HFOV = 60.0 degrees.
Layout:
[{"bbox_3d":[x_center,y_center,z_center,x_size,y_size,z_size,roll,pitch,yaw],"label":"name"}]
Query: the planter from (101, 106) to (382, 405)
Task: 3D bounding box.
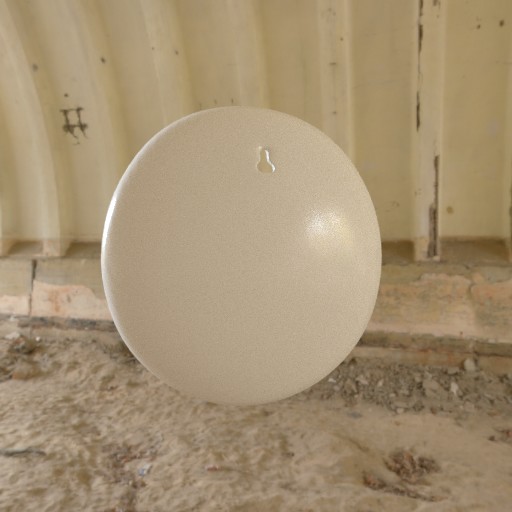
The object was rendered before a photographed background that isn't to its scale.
[{"bbox_3d":[0.000,0.000,0.280,0.185,0.188,0.043,0,0,-19],"label":"planter"}]
